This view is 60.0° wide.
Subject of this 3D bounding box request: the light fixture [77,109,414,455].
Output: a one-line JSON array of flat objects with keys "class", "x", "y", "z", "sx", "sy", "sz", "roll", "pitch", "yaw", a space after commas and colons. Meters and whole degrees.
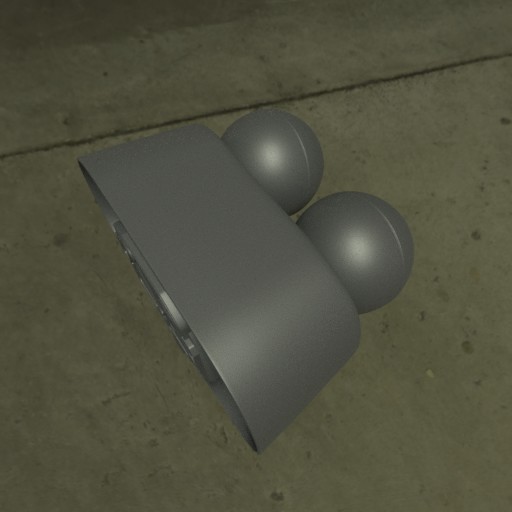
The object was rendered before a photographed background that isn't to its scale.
[{"class": "light fixture", "x": 0.000, "y": 0.000, "z": 0.328, "sx": 0.159, "sy": 0.159, "sz": 0.229, "roll": -31, "pitch": 64, "yaw": -17}]
